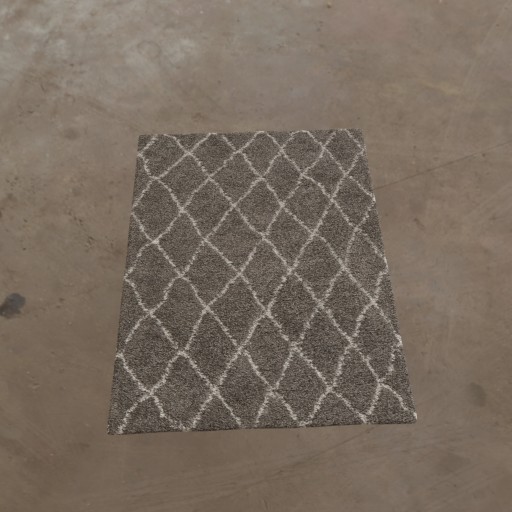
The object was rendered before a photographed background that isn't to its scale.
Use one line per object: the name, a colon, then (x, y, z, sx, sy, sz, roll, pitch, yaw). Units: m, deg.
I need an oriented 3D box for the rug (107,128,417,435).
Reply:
rug: (0.000, 0.000, 4.159, 2.438, 0.029, 3.047, -2, 63, -1)
